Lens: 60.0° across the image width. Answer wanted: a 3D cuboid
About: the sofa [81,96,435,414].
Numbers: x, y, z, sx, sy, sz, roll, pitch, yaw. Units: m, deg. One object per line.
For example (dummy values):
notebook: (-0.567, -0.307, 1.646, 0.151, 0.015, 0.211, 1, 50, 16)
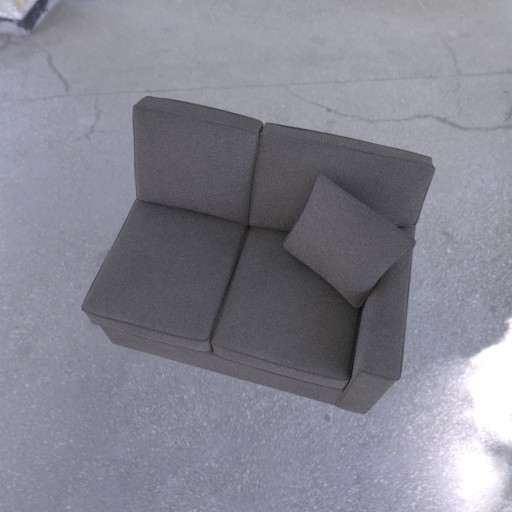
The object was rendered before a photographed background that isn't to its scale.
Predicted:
sofa: (0.000, 0.000, 2.115, 1.388, 0.989, 0.991, 13, 59, 8)
